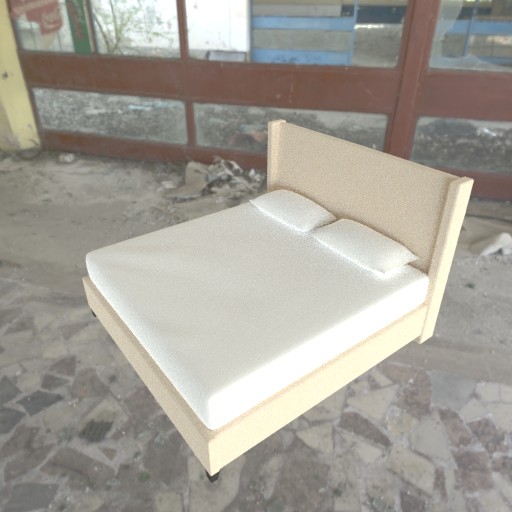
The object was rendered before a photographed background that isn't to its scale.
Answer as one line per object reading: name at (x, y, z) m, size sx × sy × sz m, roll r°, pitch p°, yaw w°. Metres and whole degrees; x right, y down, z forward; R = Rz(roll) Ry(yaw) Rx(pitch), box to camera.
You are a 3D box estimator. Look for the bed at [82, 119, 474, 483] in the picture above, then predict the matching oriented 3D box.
bed at (0.000, 0.000, 3.668) m, size 2.293 × 1.471 × 2.145 m, roll -21°, pitch 37°, yaw -31°
